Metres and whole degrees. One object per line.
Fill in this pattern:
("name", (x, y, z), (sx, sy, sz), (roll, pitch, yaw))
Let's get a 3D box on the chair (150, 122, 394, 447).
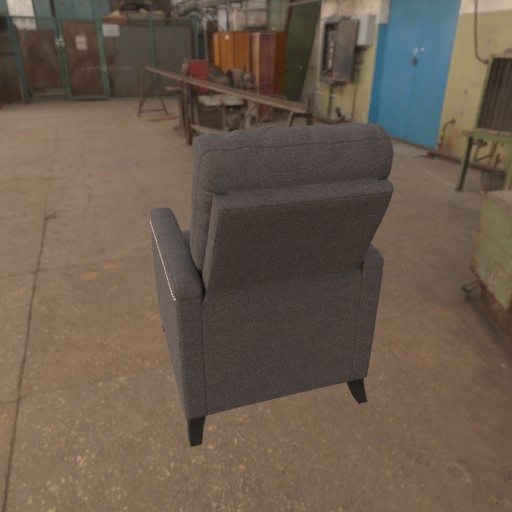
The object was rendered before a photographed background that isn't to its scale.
("chair", (0.000, 0.000, 1.673), (0.710, 1.049, 0.922), (-8, 27, -16))
